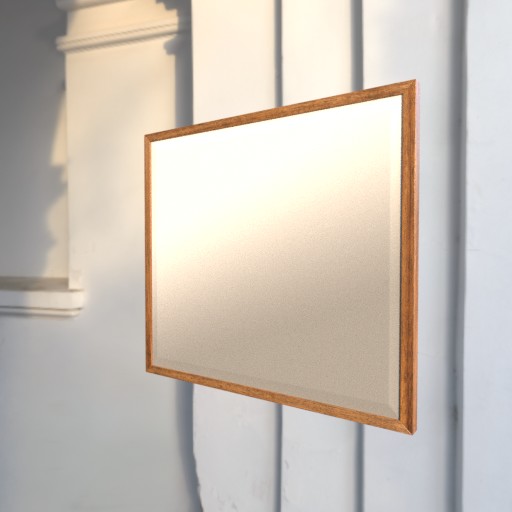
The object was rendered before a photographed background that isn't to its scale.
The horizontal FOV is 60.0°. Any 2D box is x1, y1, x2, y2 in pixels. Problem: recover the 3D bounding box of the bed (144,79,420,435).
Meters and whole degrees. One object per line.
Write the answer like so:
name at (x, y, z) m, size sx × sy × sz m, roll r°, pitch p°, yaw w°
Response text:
bed at (0.000, 0.000, 1.479) m, size 1.041 × 0.940 × 0.043 m, roll 1°, pitch 2°, yaw 35°
